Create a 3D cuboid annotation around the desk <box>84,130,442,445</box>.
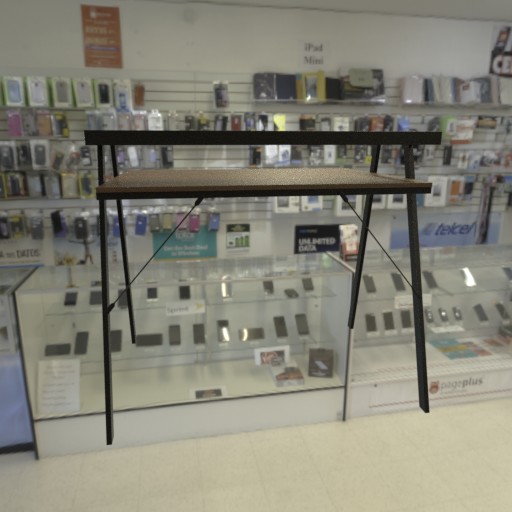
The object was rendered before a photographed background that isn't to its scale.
[{"bbox_3d":[0.000,0.000,1.864,1.143,0.998,0.936,-2,15,-9],"label":"desk"}]
